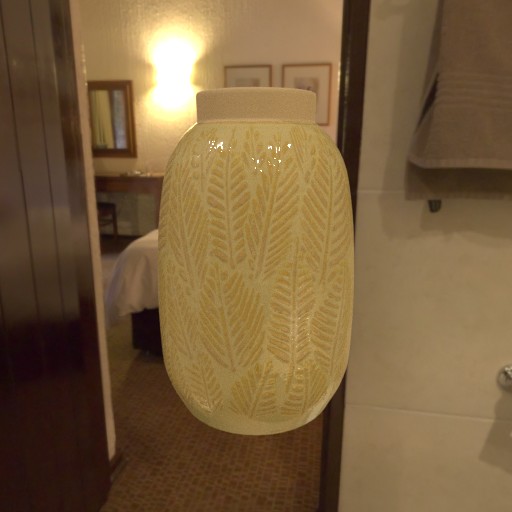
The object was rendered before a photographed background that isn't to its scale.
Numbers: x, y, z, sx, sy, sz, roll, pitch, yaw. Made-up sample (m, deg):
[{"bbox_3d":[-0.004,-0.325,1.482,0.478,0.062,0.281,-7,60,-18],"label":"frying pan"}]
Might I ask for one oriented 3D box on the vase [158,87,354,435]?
[{"bbox_3d":[0.000,0.000,0.391,0.172,0.270,0.172,0,14,0],"label":"vase"}]
